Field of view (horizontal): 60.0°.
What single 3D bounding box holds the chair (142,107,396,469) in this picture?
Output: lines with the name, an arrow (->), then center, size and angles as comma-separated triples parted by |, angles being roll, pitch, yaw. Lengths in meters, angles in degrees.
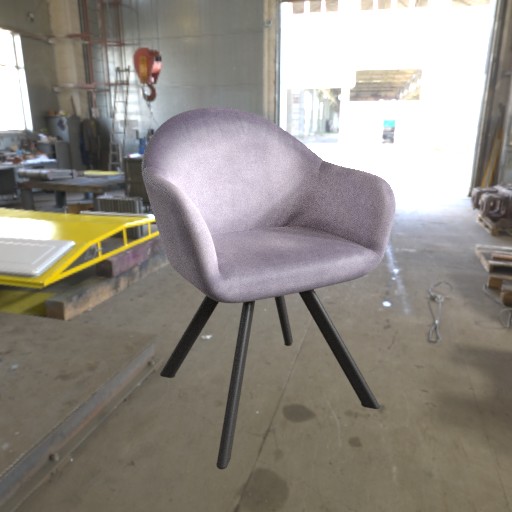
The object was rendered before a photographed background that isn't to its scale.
chair -> 0.000, 0.000, 1.203 | 0.570, 0.780, 0.540 | -9, 19, -27
